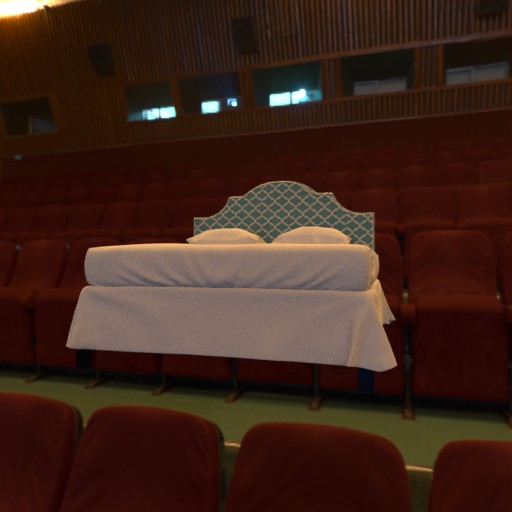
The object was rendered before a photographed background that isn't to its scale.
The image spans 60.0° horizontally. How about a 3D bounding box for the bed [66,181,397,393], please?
[{"bbox_3d":[0.000,0.000,3.808,2.314,1.601,2.222,0,0,17],"label":"bed"}]
